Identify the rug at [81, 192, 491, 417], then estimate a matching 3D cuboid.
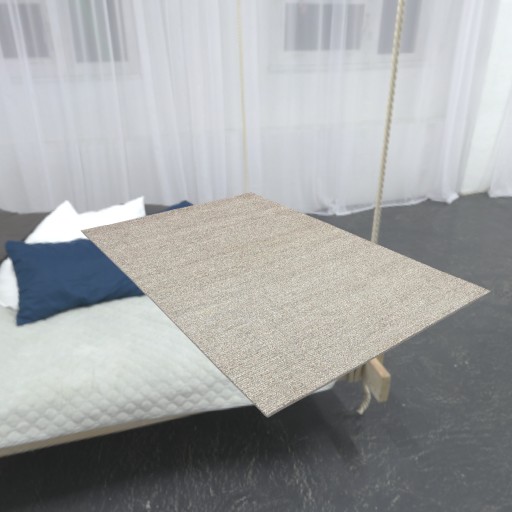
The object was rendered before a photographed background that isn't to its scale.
[{"bbox_3d":[0.000,0.000,2.943,1.609,0.030,2.342,-17,30,-32],"label":"rug"}]
